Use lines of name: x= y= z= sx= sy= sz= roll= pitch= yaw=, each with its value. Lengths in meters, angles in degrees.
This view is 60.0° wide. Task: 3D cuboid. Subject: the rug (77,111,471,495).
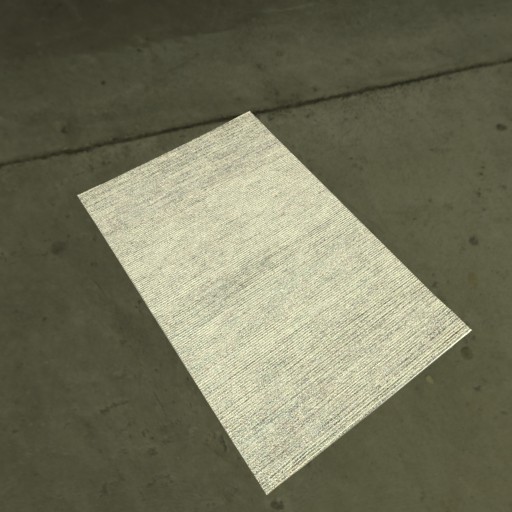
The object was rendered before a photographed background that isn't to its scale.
rug: x=0.000 y=0.000 z=2.228 sx=1.159 sy=0.021 sz=1.789 roll=-31 pitch=64 yaw=-17
